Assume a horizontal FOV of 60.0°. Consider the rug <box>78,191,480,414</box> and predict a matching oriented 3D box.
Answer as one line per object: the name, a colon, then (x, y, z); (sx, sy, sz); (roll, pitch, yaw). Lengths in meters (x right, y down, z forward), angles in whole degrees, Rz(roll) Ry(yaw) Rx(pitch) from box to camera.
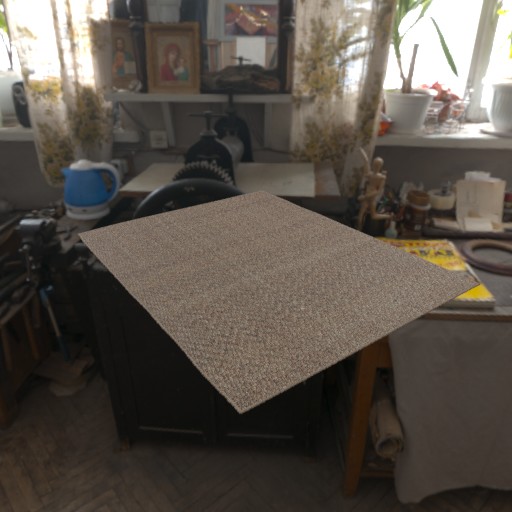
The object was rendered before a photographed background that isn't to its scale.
rug: (0.000, 0.000, 4.157); (2.439, 0.013, 3.048); (-18, 32, -32)
